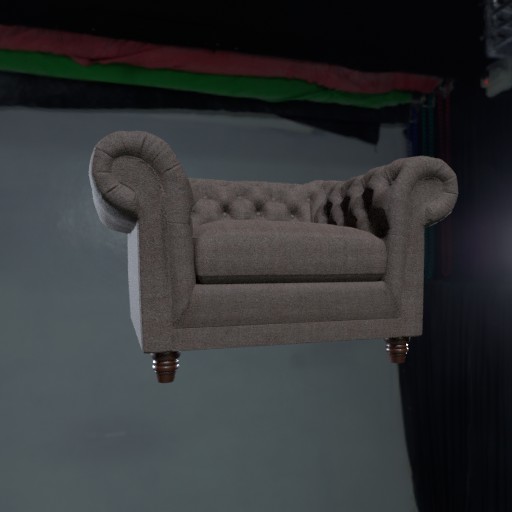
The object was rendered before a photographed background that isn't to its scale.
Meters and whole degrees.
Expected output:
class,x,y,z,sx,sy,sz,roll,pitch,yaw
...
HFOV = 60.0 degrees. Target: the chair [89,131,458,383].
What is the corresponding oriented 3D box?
class,x,y,z,sx,sy,sz,roll,pitch,yaw
chair,0.000,0.000,1.876,1.298,0.780,0.945,0,-1,-18
